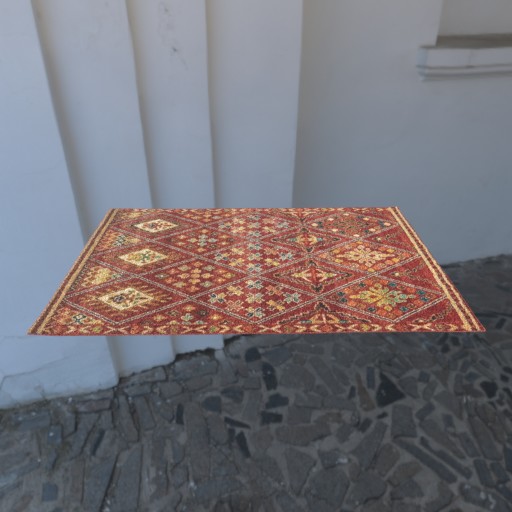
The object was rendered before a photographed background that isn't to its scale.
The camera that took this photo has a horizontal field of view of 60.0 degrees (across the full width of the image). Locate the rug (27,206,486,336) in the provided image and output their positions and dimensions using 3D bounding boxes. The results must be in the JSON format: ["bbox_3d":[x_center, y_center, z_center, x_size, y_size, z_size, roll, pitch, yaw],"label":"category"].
[{"bbox_3d":[0.000,0.000,2.851,2.286,0.026,1.521,0,30,-1],"label":"rug"}]
